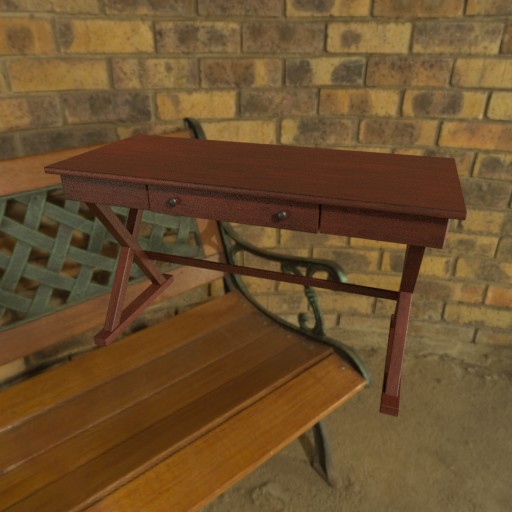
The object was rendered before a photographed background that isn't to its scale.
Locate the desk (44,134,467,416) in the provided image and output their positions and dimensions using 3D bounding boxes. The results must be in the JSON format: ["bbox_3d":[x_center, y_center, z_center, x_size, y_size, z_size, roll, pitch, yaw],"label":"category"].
[{"bbox_3d":[0.000,0.000,1.780,1.372,0.761,0.600,9,28,17],"label":"desk"}]
